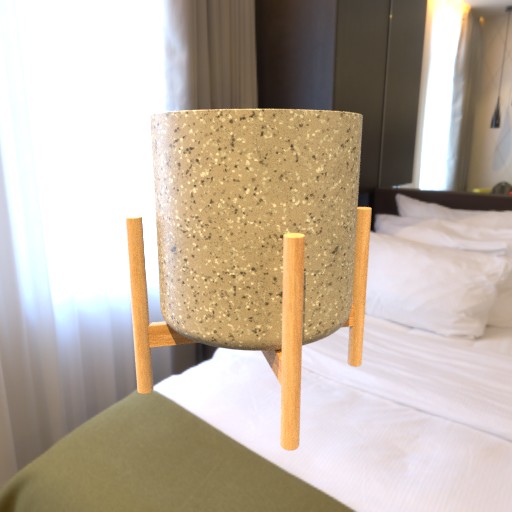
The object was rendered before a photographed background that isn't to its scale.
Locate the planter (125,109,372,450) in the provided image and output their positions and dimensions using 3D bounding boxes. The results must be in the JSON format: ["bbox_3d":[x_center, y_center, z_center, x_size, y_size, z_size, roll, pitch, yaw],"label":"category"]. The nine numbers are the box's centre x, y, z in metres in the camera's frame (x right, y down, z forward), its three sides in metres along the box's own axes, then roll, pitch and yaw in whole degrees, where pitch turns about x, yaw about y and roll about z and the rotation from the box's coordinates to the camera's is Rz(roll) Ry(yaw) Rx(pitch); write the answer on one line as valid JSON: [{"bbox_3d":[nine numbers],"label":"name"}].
[{"bbox_3d":[0.000,0.000,0.698,0.360,0.419,0.360,2,14,8],"label":"planter"}]
